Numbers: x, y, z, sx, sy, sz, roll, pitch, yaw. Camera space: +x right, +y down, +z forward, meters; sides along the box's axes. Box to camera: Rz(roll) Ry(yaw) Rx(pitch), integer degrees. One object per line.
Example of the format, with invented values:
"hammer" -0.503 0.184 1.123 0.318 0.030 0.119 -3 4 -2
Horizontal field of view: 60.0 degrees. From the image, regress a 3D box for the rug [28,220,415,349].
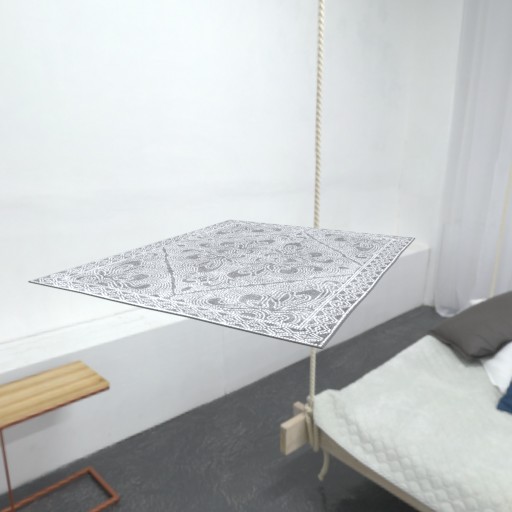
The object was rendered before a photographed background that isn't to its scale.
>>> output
"rug" 0.000 0.000 4.193 2.438 0.012 3.048 8 17 27
